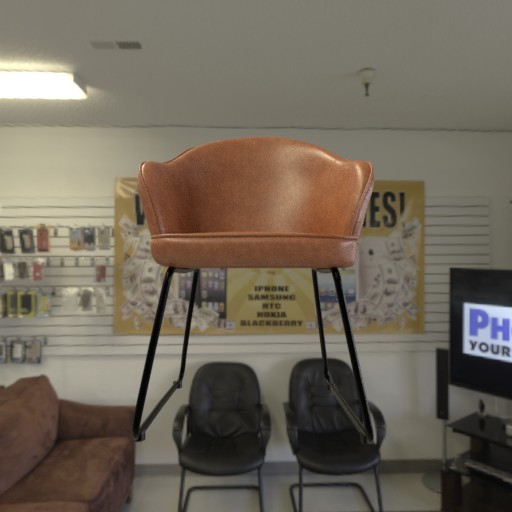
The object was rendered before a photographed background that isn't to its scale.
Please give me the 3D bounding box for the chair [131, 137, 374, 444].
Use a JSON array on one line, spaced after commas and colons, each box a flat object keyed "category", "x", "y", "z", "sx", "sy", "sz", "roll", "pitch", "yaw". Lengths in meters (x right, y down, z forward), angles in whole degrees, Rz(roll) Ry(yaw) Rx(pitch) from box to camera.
[{"category": "chair", "x": 0.000, "y": 0.000, "z": 1.188, "sx": 0.582, "sy": 0.785, "sz": 0.580, "roll": 0, "pitch": 0, "yaw": 1}]
